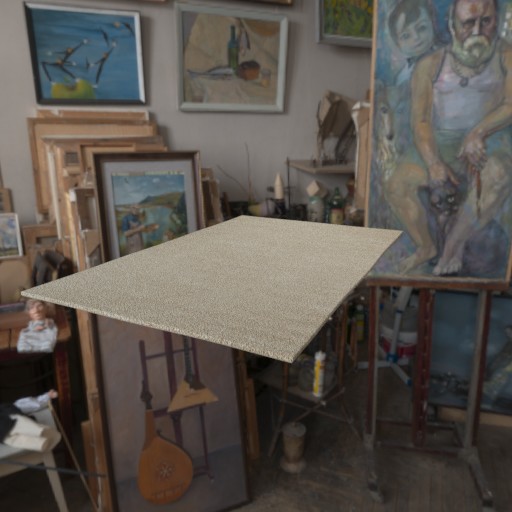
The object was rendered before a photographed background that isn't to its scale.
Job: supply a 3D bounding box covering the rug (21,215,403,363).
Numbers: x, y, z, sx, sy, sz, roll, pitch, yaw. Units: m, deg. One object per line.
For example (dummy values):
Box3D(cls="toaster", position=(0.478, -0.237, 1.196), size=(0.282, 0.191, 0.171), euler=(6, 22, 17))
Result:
Box3D(cls="rug", position=(0.000, 0.000, 2.941), size=(1.500, 0.025, 2.346), euler=(8, 18, 26))
